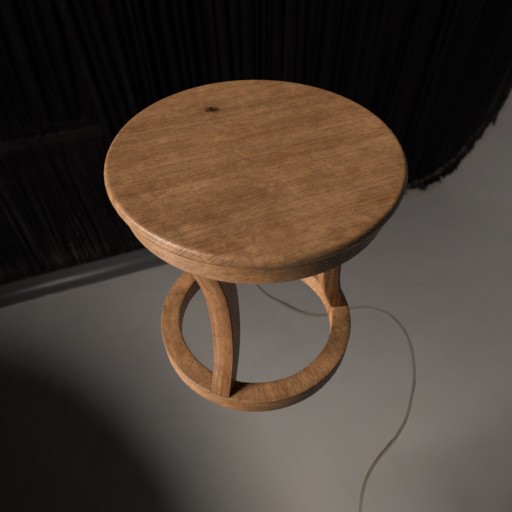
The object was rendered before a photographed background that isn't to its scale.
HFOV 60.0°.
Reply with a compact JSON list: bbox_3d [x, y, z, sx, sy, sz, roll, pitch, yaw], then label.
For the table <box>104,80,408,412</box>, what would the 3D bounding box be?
[{"bbox_3d":[0.000,0.000,0.809,0.432,0.460,0.432,0,48,0],"label":"table"}]
